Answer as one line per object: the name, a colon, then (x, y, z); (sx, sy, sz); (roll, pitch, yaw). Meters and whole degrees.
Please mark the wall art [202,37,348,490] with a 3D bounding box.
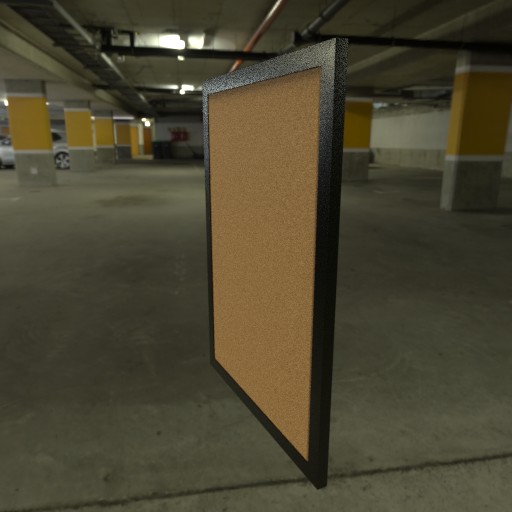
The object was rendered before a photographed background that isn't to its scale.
wall art: (0.000, 0.000, 0.541); (0.013, 0.432, 0.304); (-7, 16, -26)
